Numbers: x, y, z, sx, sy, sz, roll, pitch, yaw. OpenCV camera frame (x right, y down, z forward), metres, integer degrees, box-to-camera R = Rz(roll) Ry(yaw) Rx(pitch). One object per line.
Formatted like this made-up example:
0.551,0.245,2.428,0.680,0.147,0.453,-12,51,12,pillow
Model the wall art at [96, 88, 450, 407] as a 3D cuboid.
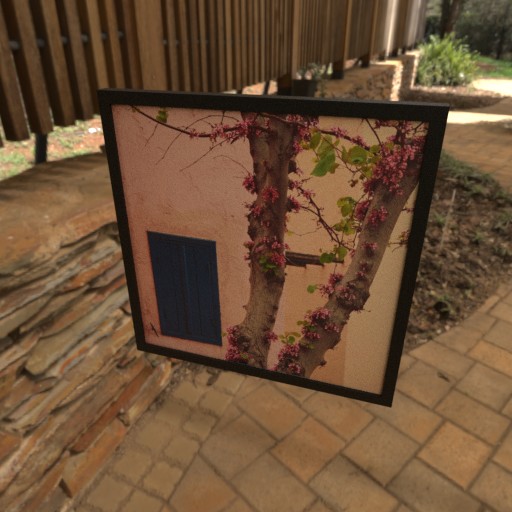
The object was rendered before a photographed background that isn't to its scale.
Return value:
0.000,0.000,1.111,0.762,0.762,0.038,8,29,16,wall art
